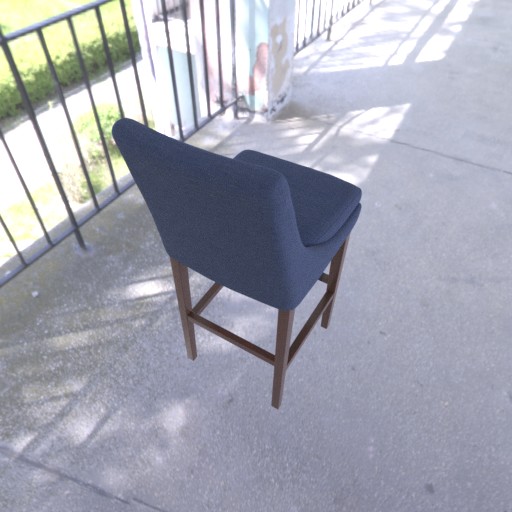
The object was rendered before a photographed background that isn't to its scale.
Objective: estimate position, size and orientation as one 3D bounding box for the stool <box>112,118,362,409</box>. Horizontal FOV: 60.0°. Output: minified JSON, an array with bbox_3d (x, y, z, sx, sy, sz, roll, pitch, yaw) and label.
[{"bbox_3d":[0.000,0.000,1.412,0.470,1.078,0.577,24,51,21],"label":"stool"}]
